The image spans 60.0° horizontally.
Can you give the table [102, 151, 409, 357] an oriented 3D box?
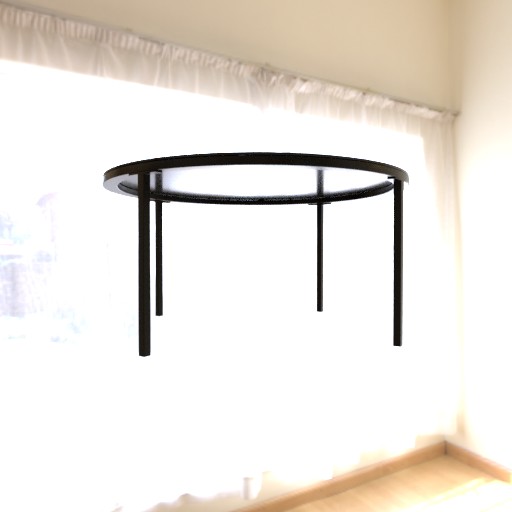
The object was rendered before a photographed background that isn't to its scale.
[{"bbox_3d":[0.000,0.000,1.223,0.800,0.400,0.800,0,1,0],"label":"table"}]
